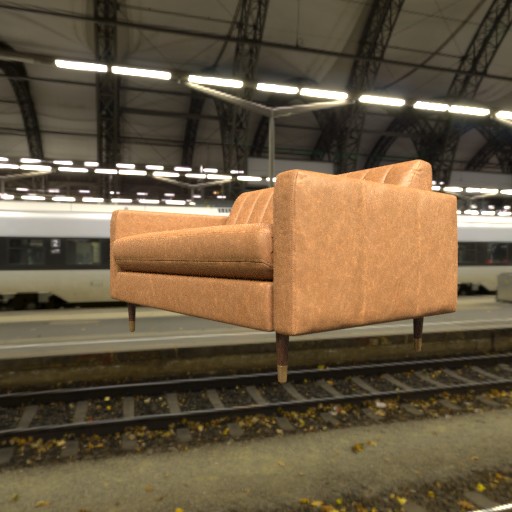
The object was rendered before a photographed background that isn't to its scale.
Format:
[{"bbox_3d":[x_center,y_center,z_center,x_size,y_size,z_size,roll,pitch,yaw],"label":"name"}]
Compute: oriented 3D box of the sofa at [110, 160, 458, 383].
[{"bbox_3d":[0.000,0.000,2.147,0.960,0.820,1.549,0,0,-38],"label":"sofa"}]
